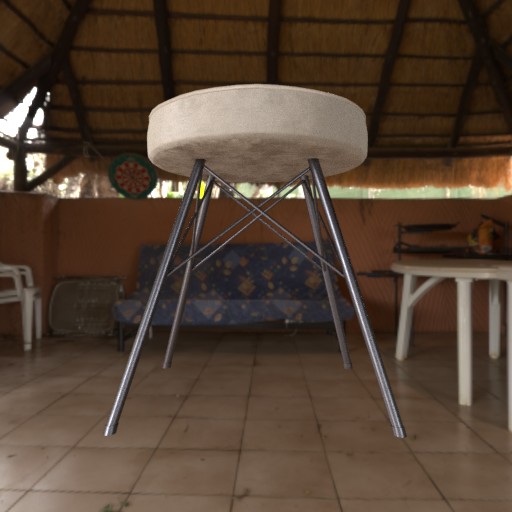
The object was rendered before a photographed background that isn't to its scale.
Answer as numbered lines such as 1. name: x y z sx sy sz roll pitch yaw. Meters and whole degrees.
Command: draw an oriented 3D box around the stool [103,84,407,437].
1. stool: 0.000 0.000 0.862 0.457 0.538 0.423 0 0 1
